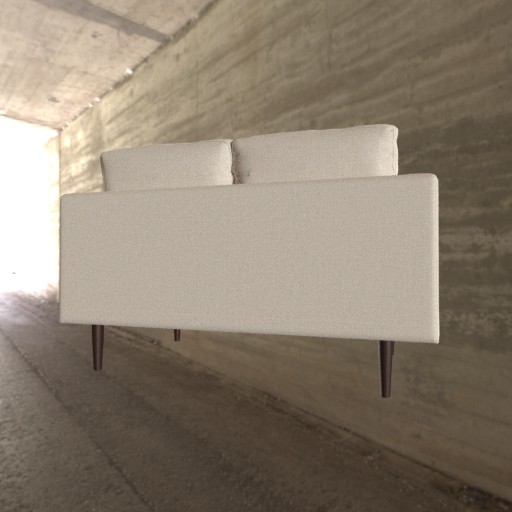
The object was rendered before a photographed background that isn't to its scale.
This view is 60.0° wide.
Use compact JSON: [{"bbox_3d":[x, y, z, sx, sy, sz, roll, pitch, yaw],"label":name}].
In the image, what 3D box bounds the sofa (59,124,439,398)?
[{"bbox_3d":[0.000,0.000,1.934,1.430,0.908,0.796,0,0,18],"label":"sofa"}]
